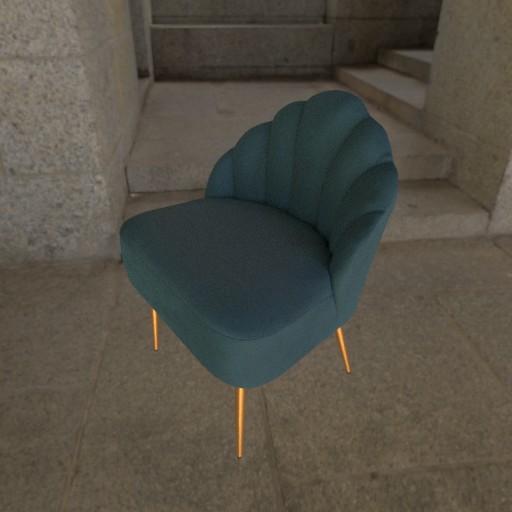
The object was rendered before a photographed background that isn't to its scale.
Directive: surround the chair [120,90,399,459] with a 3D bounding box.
[{"bbox_3d":[0.000,0.000,1.241,0.599,0.819,0.657,-21,37,-31],"label":"chair"}]
